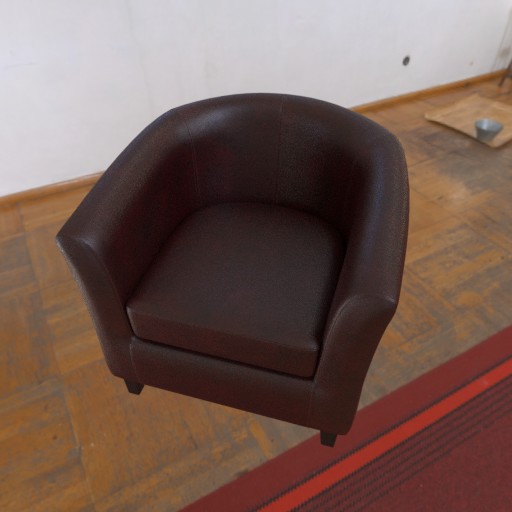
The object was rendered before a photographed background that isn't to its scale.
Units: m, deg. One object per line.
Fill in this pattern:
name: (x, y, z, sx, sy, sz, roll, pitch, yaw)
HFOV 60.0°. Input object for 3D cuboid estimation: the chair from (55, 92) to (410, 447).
chair: (0.000, 0.000, 1.350, 0.792, 0.756, 0.727, 10, 41, 12)
